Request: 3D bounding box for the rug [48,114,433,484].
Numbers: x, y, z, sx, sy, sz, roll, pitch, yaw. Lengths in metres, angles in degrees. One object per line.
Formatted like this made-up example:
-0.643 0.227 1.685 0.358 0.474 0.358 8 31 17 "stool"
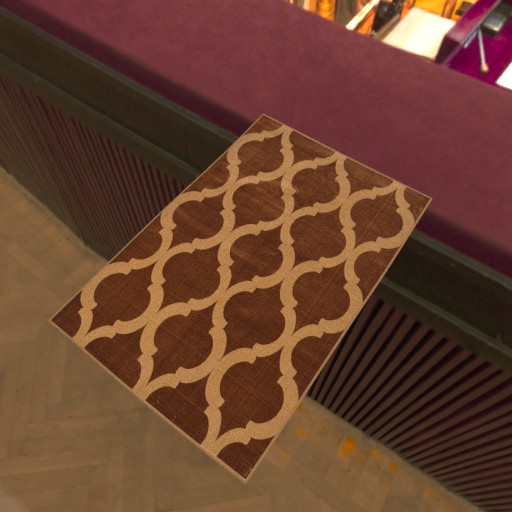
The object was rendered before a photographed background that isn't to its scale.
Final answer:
0.000 0.000 2.968 1.526 0.014 2.290 32 64 18 "rug"
